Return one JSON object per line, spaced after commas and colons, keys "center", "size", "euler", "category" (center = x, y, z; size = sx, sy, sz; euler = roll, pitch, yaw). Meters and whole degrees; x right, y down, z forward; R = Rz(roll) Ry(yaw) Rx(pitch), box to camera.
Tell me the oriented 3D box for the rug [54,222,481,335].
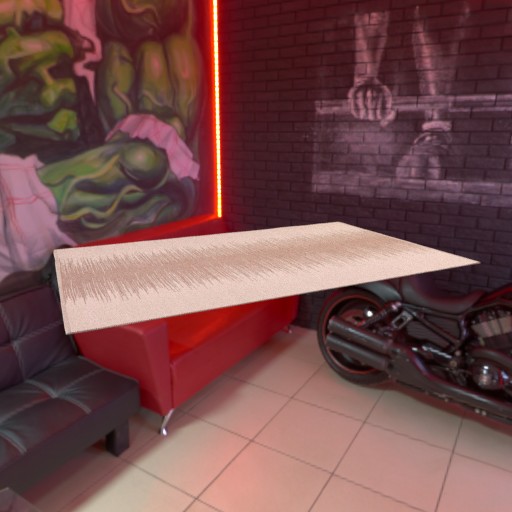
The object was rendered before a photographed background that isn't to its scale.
{"center": [0.000, 0.000, 2.969], "size": [2.440, 0.012, 1.522], "euler": [-7, 17, -25], "category": "rug"}
